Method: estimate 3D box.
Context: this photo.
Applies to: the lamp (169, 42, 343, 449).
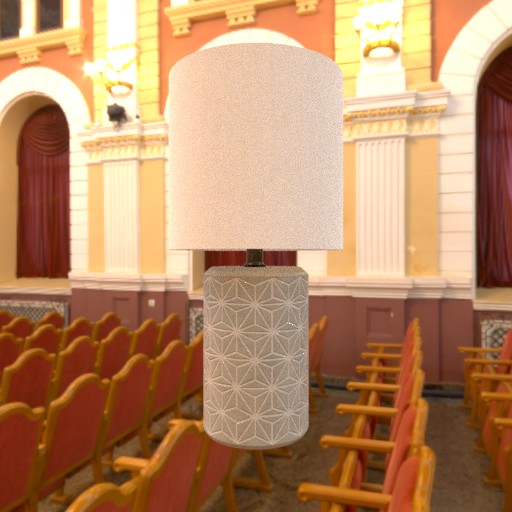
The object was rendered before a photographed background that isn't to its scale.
[{"bbox_3d":[0.000,0.000,0.534,0.206,0.416,0.206,0,0,20],"label":"lamp"}]
